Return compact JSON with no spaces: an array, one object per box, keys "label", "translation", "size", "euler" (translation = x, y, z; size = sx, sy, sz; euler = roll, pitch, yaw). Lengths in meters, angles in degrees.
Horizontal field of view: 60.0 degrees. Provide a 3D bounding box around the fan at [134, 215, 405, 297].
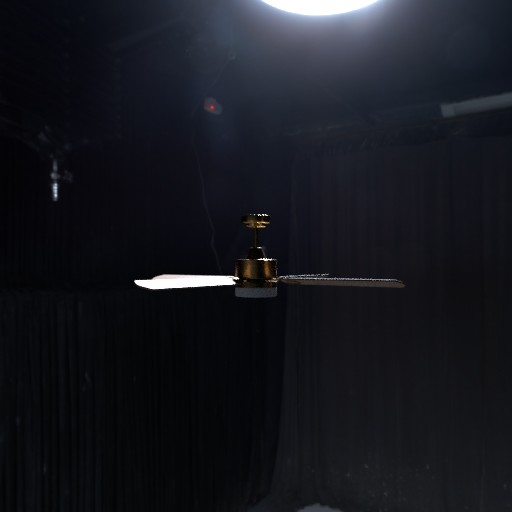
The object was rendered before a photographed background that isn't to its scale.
[{"label":"fan","translation":[0.000,0.000,1.983],"size":[1.320,0.355,1.320],"euler":[-1,-1,36]}]
